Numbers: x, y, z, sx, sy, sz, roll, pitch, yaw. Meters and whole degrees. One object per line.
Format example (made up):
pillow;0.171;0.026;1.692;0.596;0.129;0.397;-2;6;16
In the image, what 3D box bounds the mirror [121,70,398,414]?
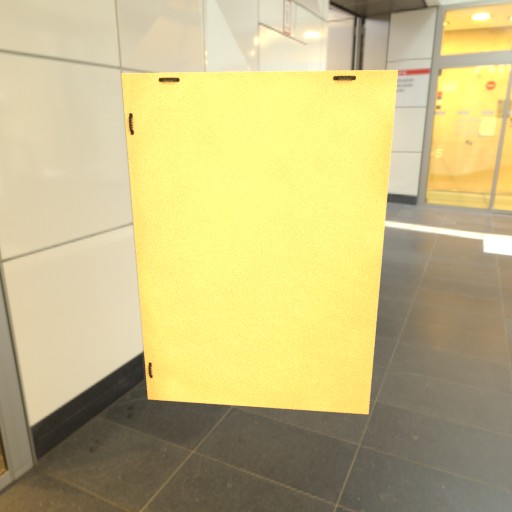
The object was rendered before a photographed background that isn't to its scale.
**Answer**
mirror;0.000;0.000;0.924;0.507;0.710;0.040;2;17;6
